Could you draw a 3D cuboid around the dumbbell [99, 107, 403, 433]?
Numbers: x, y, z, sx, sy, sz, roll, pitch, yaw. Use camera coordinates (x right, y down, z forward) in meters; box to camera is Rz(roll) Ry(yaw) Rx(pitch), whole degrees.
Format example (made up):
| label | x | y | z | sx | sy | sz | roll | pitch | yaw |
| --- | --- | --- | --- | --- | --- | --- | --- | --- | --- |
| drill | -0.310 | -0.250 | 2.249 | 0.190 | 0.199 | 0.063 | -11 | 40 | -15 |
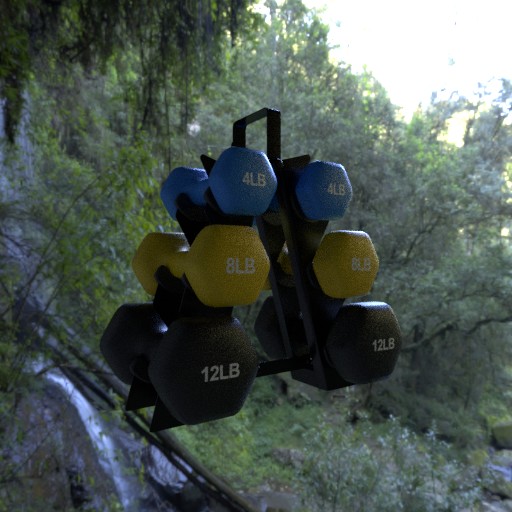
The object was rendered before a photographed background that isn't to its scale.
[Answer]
| label | x | y | z | sx | sy | sz | roll | pitch | yaw |
| --- | --- | --- | --- | --- | --- | --- | --- | --- | --- |
| dumbbell | 0.000 | 0.000 | 0.675 | 0.409 | 0.426 | 0.255 | 0 | 0 | -35 |
